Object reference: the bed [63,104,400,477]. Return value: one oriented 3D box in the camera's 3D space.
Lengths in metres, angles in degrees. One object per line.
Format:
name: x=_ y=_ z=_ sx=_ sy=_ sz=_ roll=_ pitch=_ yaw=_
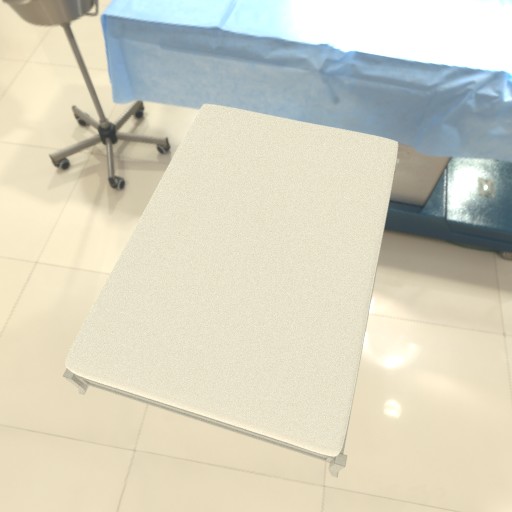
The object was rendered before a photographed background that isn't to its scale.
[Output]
bed: x=0.000 y=0.000 z=2.631 sx=1.460 sy=0.510 sz=1.985 roll=14 pitch=60 yaw=9
